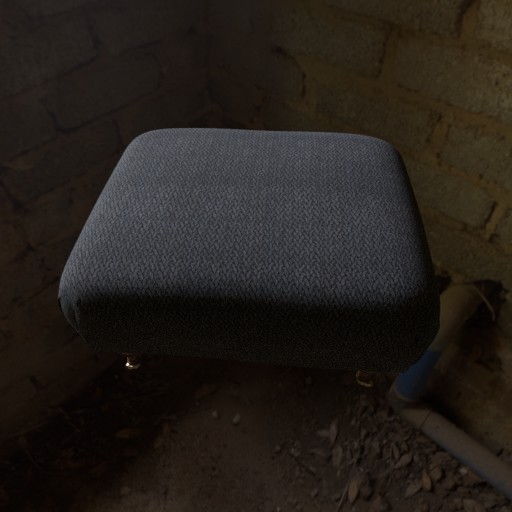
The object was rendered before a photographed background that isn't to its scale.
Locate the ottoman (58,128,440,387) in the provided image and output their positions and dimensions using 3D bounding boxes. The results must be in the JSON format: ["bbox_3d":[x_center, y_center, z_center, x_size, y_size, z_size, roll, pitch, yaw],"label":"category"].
[{"bbox_3d":[0.000,0.000,1.106,0.747,0.450,0.622,3,46,3],"label":"ottoman"}]
